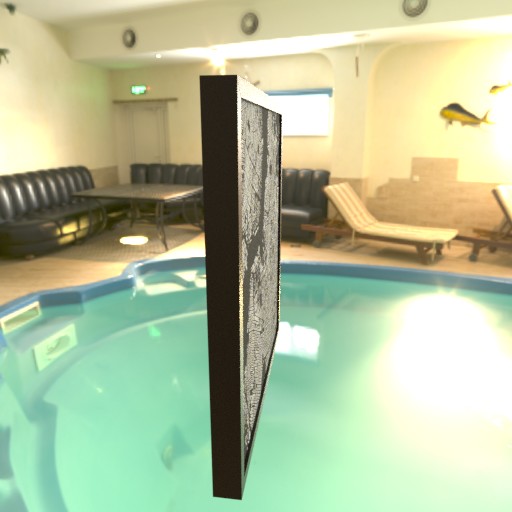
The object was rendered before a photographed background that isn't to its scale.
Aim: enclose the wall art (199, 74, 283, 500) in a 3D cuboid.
[{"bbox_3d":[0.000,0.000,0.741,0.038,0.506,0.506,2,16,8],"label":"wall art"}]
